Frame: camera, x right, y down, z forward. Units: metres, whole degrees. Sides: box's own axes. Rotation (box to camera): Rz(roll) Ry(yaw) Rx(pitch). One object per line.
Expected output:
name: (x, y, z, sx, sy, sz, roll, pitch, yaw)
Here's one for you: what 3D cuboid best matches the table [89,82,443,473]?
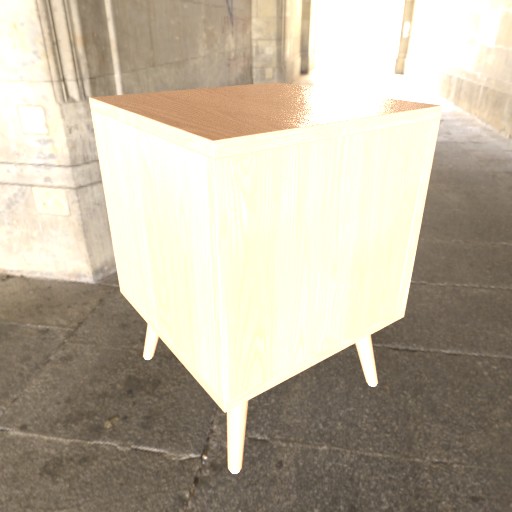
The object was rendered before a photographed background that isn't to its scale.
table: (0.000, 0.000, 0.826, 0.400, 0.550, 0.400, -18, 32, -32)
